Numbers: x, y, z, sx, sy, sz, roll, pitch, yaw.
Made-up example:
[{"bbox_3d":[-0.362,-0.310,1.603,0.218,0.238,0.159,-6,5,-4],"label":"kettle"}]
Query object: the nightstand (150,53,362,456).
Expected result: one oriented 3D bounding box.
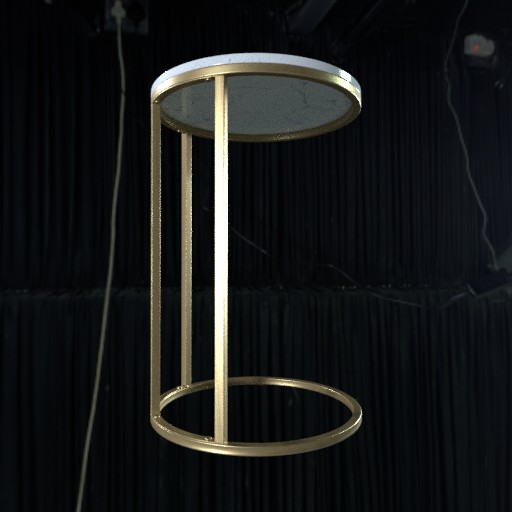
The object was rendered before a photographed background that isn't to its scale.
[{"bbox_3d":[0.000,0.000,0.866,0.400,0.610,0.400,0,-1,-18],"label":"nightstand"}]
